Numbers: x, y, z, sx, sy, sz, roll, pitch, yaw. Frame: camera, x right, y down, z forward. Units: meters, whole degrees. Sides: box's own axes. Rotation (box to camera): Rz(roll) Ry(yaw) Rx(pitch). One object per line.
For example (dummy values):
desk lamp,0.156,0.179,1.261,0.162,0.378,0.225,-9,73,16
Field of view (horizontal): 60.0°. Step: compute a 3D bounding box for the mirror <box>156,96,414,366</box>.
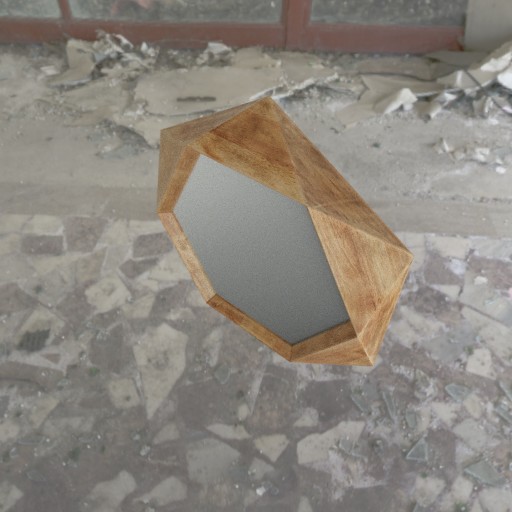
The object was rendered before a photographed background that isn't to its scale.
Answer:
mirror,0.000,0.000,1.066,0.675,0.779,0.091,31,54,26
